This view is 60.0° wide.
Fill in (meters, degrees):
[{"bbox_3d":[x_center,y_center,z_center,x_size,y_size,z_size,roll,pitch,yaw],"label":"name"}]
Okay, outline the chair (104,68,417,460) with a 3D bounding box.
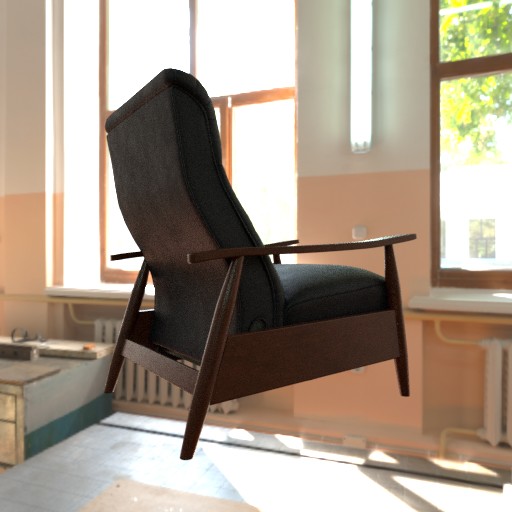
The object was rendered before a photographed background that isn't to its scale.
[{"bbox_3d":[0.000,0.000,1.747,1.014,1.082,0.762,0,0,-35],"label":"chair"}]
